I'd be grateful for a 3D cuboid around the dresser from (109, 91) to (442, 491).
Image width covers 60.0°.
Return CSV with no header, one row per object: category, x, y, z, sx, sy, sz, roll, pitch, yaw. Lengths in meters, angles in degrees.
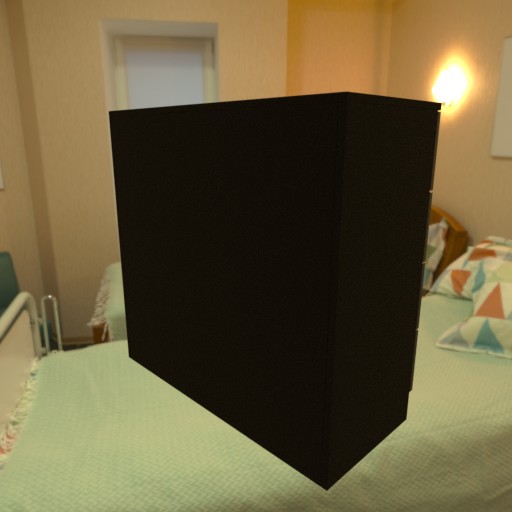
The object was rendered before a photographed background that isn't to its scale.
dresser,0.000,0.000,1.133,0.360,0.720,0.750,-14,21,-43
